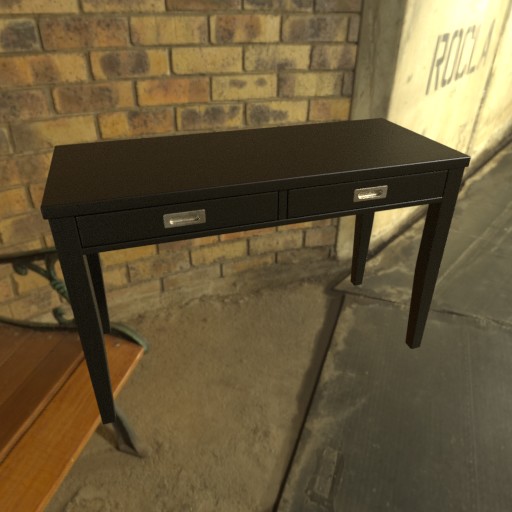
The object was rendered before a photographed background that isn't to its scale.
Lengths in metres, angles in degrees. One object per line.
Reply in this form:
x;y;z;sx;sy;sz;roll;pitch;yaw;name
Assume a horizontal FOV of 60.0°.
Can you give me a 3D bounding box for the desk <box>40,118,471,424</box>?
0.000;0.000;1.598;1.220;0.775;0.508;-9;32;-15;desk
